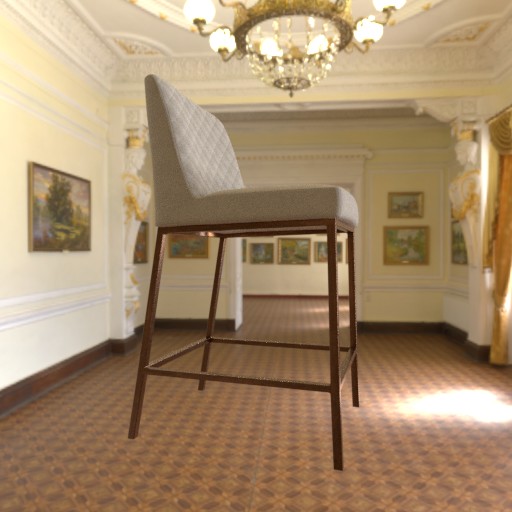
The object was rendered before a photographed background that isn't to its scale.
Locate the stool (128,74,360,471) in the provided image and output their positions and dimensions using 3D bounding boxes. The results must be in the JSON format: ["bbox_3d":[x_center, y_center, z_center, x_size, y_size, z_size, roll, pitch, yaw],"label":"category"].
[{"bbox_3d":[0.000,0.000,1.305,0.576,0.973,0.507,0,1,18],"label":"stool"}]
